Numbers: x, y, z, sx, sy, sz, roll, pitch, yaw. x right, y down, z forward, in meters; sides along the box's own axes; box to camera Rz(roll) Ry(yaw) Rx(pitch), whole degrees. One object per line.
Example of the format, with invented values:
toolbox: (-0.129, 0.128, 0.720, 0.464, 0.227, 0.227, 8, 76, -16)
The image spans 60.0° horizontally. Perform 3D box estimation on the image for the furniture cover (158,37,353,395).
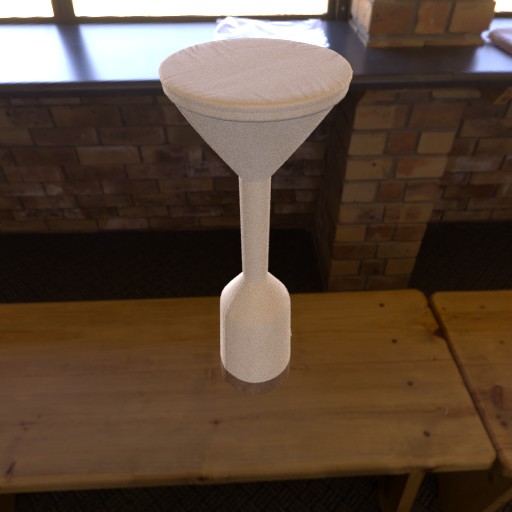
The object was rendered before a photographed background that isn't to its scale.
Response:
furniture cover: (0.000, 0.000, 2.893, 0.914, 2.413, 0.914, -24, 47, -25)
